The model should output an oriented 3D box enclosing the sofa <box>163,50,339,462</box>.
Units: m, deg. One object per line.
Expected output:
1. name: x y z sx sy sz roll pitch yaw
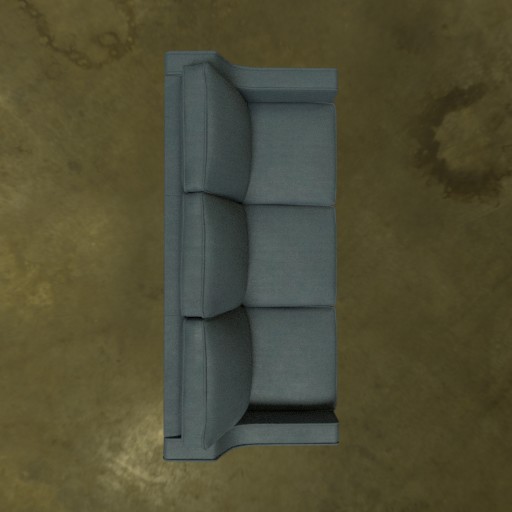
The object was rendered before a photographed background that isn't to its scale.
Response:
1. sofa: 0.000 0.000 2.484 0.911 0.974 1.986 0 89 -1
